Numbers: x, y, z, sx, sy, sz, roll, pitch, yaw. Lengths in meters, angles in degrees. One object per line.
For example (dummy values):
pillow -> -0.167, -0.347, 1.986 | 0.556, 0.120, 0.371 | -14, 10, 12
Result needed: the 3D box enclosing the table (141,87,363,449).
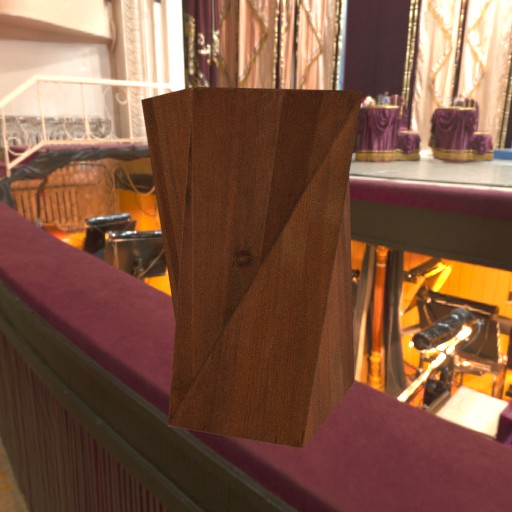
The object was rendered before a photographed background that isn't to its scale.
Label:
table -> 0.000, 0.000, 0.899 | 0.441, 0.604, 0.425 | 14, 20, 42
